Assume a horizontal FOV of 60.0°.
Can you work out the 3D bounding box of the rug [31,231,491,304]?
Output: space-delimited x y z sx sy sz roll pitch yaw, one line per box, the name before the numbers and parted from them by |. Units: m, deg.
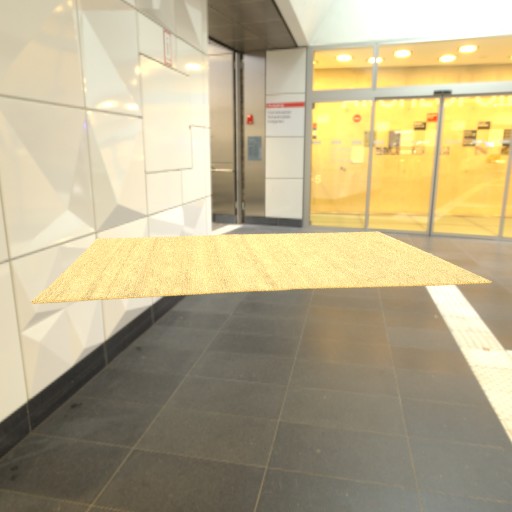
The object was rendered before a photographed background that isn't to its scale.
rug | 0.000 0.000 2.281 1.820 0.022 1.179 -2 13 -8
